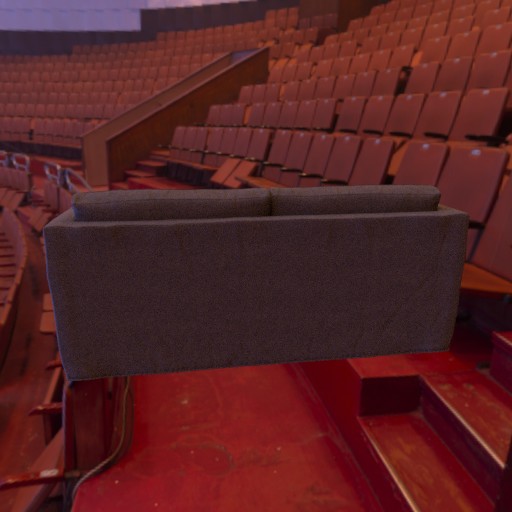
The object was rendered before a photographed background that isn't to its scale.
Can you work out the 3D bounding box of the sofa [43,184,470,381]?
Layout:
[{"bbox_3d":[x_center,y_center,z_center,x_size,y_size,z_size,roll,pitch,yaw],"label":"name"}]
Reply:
[{"bbox_3d":[0.000,0.000,2.500,1.982,0.855,0.953,-2,16,-8],"label":"sofa"}]
